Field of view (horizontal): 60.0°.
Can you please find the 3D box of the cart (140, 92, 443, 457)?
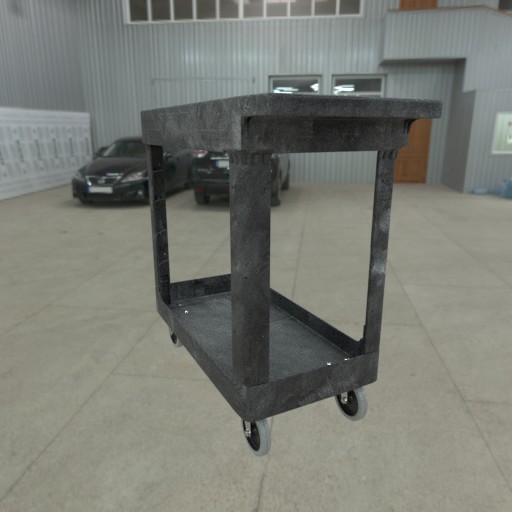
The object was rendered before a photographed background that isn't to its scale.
[{"bbox_3d":[0.000,0.000,1.289,0.420,0.824,0.877,-8,18,-26],"label":"cart"}]
